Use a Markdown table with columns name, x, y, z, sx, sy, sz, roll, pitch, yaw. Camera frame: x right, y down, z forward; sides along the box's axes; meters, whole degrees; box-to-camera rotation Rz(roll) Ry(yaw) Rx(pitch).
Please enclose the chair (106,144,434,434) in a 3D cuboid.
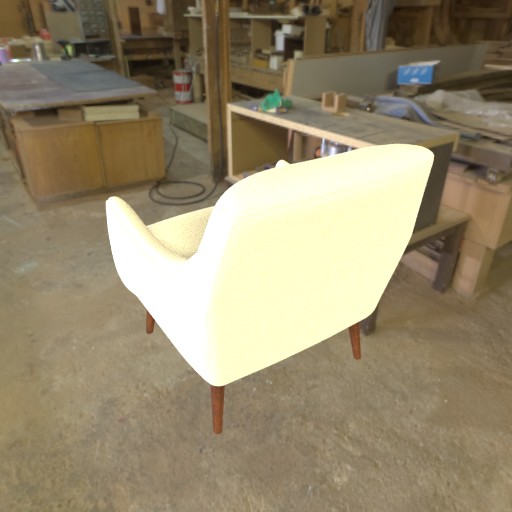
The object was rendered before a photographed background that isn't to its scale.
| name | x | y | z | sx | sy | sz | roll | pitch | yaw |
| --- | --- | --- | --- | --- | --- | --- | --- | --- | --- |
| chair | 0.000 | 0.000 | 1.464 | 0.762 | 0.838 | 0.787 | -18 | 35 | -28 |
